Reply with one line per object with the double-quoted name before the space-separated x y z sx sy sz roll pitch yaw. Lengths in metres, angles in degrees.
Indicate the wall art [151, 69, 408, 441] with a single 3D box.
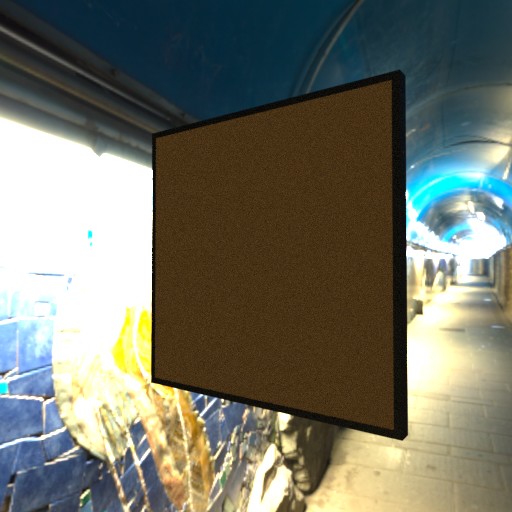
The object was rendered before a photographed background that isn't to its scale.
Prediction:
"wall art" 0.000 0.000 1.148 0.763 0.763 0.038 -1 -1 36
